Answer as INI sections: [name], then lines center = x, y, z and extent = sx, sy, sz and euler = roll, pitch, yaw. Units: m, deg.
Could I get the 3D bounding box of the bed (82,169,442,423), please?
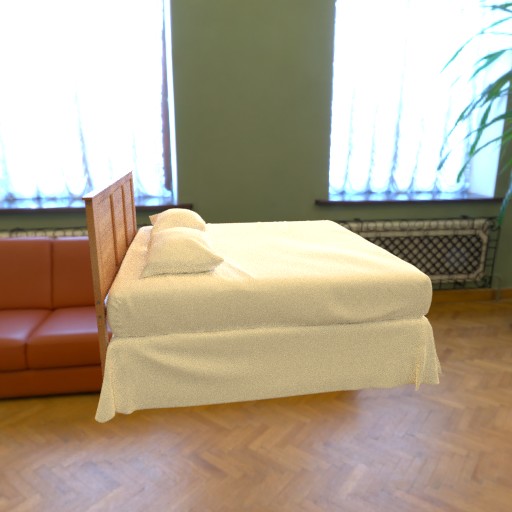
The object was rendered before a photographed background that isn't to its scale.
[bed]
center = 0.000, 0.000, 3.604
extent = 2.215, 1.270, 2.317
euler = -2, 15, -9
